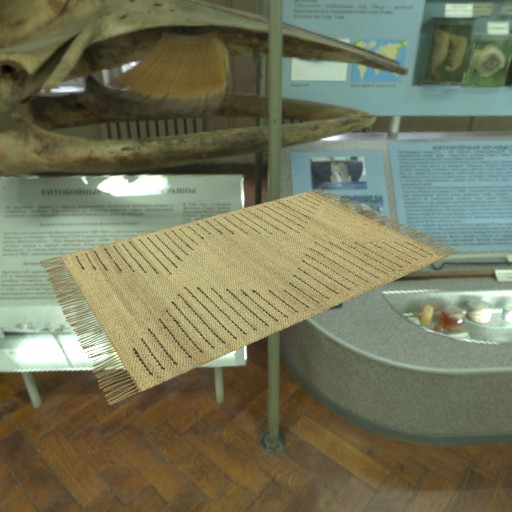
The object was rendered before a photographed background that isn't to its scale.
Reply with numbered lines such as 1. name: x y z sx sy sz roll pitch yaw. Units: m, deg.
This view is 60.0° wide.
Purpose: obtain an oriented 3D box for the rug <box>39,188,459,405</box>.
1. rug: 0.000 0.000 2.508 2.085 0.027 1.224 -18 34 -29
